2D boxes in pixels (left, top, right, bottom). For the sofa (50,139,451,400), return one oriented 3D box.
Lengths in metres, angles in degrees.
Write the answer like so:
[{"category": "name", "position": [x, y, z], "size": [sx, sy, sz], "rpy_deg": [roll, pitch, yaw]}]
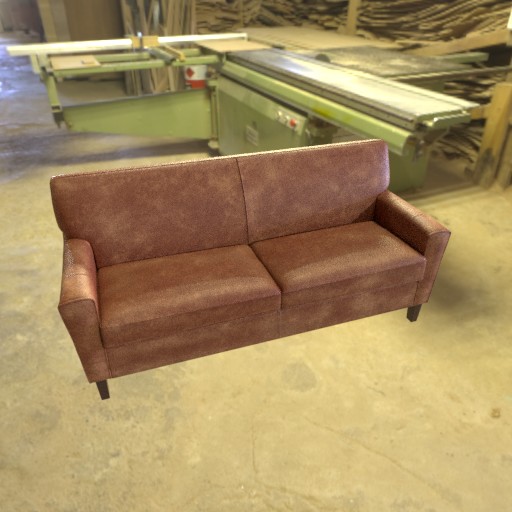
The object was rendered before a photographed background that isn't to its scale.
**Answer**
[{"category": "sofa", "position": [0.000, 0.000, 2.547], "size": [2.053, 0.947, 0.805], "rpy_deg": [-10, 33, -16]}]
